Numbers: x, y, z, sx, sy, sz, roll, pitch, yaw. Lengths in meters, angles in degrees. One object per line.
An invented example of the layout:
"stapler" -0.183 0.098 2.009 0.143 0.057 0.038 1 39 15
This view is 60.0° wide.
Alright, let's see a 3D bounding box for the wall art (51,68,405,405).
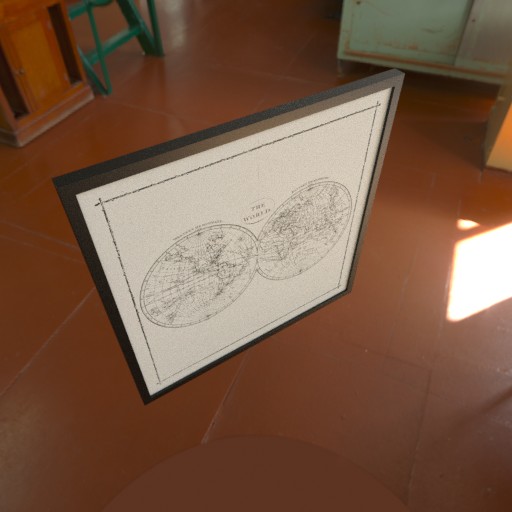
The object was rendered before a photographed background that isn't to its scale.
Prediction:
"wall art" 0.000 0.000 1.138 0.773 0.775 0.031 -25 51 -22
